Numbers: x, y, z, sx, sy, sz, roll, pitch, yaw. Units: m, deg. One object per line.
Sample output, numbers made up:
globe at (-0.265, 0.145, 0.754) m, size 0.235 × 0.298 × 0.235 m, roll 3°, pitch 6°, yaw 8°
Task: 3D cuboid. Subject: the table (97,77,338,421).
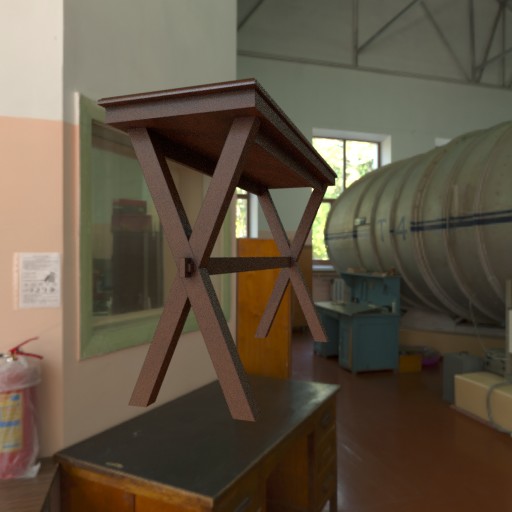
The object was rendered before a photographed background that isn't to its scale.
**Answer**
table at (0.000, 0.000, 1.567) m, size 0.399 × 0.763 × 1.197 m, roll 0°, pitch 0°, yaw 19°
